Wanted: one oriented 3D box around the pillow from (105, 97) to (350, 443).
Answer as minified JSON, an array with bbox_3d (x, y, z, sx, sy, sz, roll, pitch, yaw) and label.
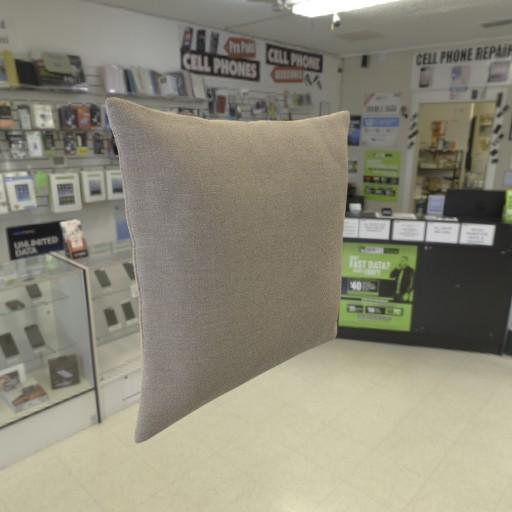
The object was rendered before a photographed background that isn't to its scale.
[{"bbox_3d":[0.000,0.000,0.793,0.523,0.510,0.166,-15,21,-42],"label":"pillow"}]
